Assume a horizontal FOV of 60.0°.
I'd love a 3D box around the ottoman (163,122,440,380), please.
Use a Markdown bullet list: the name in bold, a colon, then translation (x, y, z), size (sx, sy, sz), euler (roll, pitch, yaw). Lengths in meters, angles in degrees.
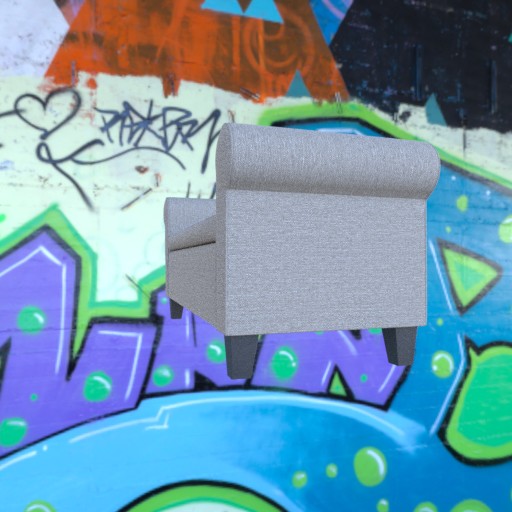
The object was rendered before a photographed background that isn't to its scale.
- **ottoman**: translation (0.000, 0.000, 1.546), size (0.521, 0.547, 1.256), euler (0, -1, -18)
